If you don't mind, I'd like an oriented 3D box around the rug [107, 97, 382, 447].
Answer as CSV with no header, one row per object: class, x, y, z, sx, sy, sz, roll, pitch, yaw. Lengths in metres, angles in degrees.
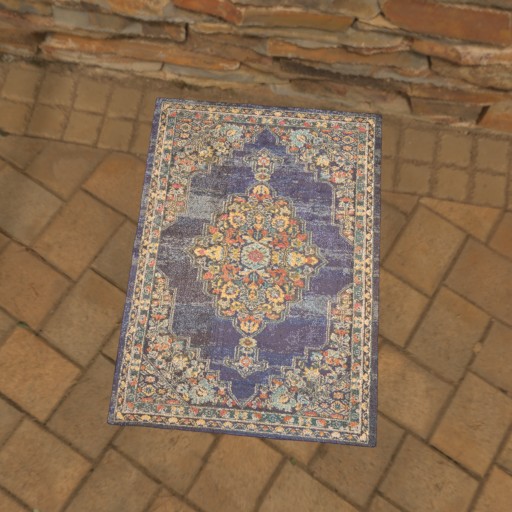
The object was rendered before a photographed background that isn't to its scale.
rug,0.000,0.000,2.918,1.630,0.009,2.232,5,76,1
